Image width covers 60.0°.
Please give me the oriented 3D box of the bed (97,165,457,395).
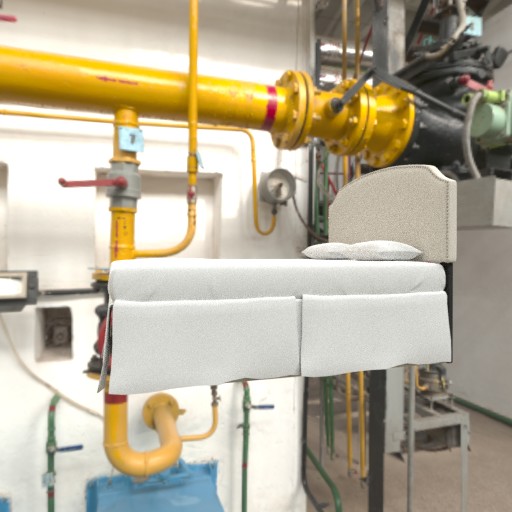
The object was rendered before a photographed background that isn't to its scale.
[{"bbox_3d":[0.000,0.000,3.023,1.999,1.270,1.558,0,0,-18],"label":"bed"}]
